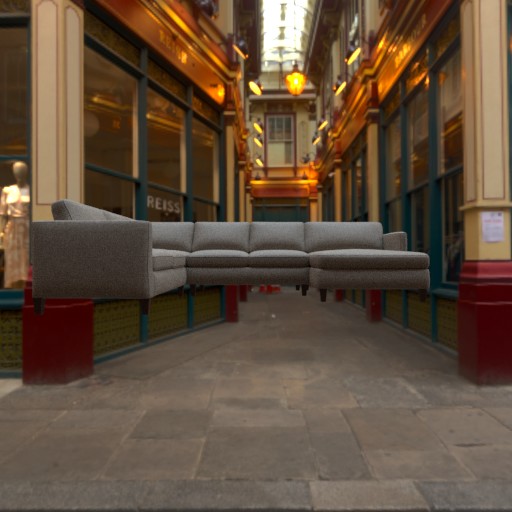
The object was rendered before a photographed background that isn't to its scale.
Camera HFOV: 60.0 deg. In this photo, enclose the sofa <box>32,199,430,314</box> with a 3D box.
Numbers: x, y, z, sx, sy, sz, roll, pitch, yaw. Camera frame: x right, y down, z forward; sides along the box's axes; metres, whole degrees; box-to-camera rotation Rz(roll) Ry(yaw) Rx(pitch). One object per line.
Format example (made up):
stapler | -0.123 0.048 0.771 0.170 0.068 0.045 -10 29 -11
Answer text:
sofa | 0.000 0.000 4.555 3.403 0.889 2.551 0 0 0
